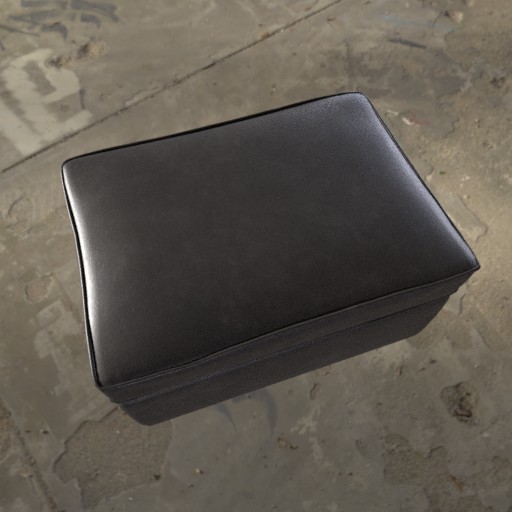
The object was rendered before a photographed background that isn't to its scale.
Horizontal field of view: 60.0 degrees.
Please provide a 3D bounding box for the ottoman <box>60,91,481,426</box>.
[{"bbox_3d":[0.000,0.000,1.078,0.756,0.445,0.554,-16,61,-9],"label":"ottoman"}]
